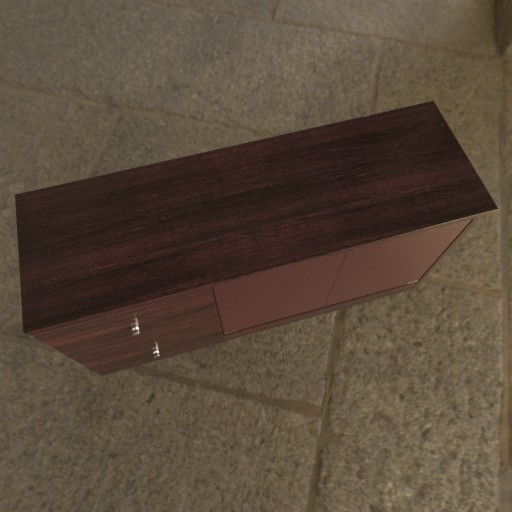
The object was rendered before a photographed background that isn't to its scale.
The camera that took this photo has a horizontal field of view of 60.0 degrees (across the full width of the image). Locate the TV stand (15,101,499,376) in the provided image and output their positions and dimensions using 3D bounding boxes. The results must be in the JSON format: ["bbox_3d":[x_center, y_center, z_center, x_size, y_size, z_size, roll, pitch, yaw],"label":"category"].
[{"bbox_3d":[0.000,0.000,1.419,1.192,0.614,0.404,-14,66,-7],"label":"TV stand"}]
